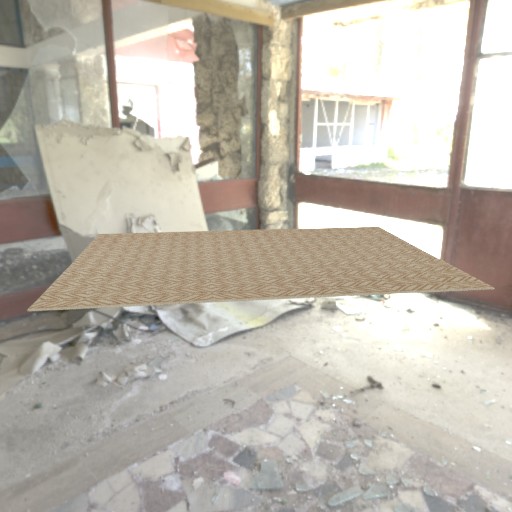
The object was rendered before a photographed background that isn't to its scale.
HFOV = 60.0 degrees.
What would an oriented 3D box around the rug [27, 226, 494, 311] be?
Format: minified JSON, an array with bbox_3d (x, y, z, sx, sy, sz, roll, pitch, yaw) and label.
[{"bbox_3d":[0.000,0.000,2.296,1.828,0.007,1.220,-2,16,-7],"label":"rug"}]
